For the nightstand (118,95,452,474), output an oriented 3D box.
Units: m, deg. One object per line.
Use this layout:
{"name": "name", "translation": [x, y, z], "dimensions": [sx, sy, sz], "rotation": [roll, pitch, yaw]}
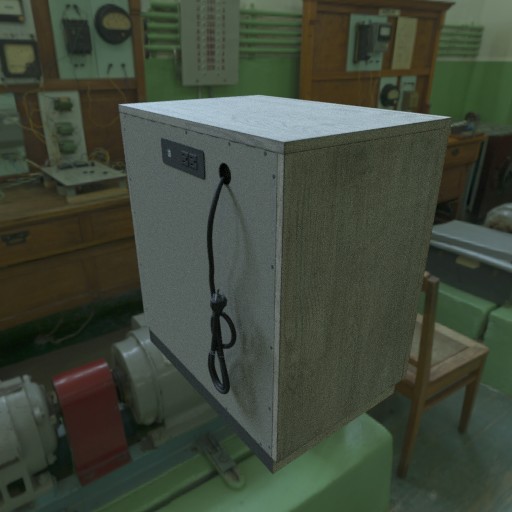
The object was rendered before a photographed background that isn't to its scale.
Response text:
{"name": "nightstand", "translation": [0.000, 0.000, 1.076], "dimensions": [0.483, 0.673, 0.612], "rotation": [-18, 30, -33]}
